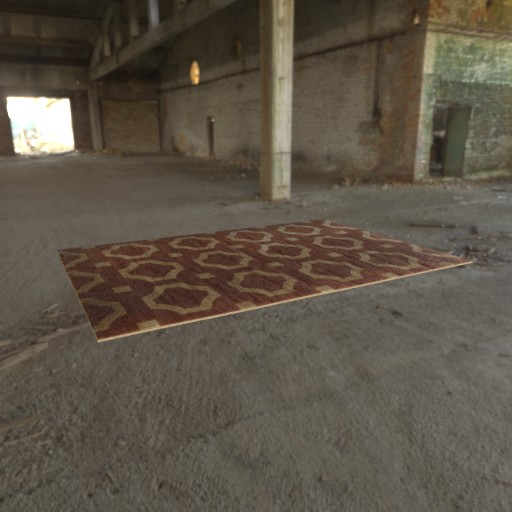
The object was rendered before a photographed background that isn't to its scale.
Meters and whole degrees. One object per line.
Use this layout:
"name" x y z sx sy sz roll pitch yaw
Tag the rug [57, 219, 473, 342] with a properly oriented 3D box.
"rug" 0.000 0.000 2.935 2.286 0.016 1.555 -9 18 -28
